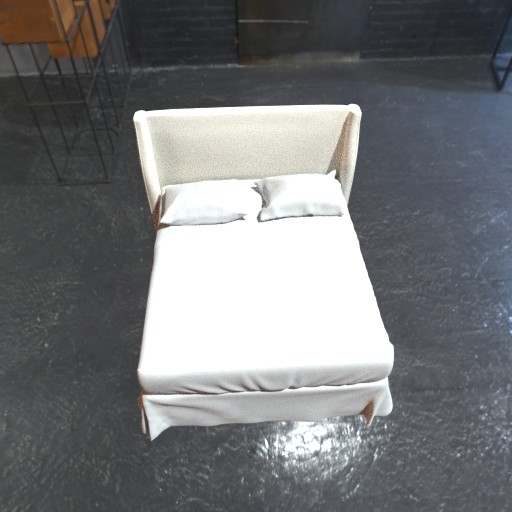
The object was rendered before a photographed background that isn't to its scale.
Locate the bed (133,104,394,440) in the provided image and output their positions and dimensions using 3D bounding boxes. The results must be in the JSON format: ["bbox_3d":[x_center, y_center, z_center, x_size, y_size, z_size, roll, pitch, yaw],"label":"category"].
[{"bbox_3d":[0.000,0.000,3.468,1.925,1.332,2.276,-3,47,-2],"label":"bed"}]
